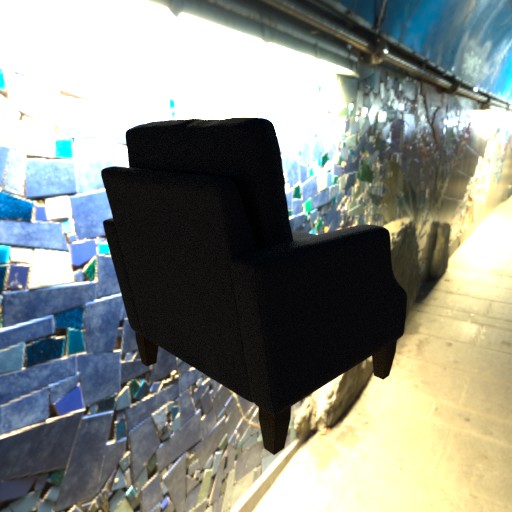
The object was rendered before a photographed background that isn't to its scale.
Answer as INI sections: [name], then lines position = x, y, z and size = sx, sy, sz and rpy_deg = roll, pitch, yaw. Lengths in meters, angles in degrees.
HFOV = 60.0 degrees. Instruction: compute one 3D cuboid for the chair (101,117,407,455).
[chair]
position = 0.000, 0.000, 1.693
size = 0.897, 0.991, 0.855
rpy_deg = -14, 21, -42
